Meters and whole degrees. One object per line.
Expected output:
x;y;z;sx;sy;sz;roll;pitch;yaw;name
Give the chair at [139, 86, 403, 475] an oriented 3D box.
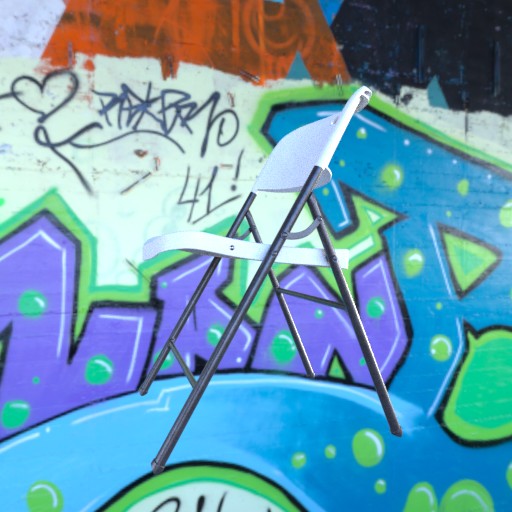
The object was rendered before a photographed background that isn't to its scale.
0.000;0.000;1.140;0.566;0.810;0.494;0;1;-18;chair
